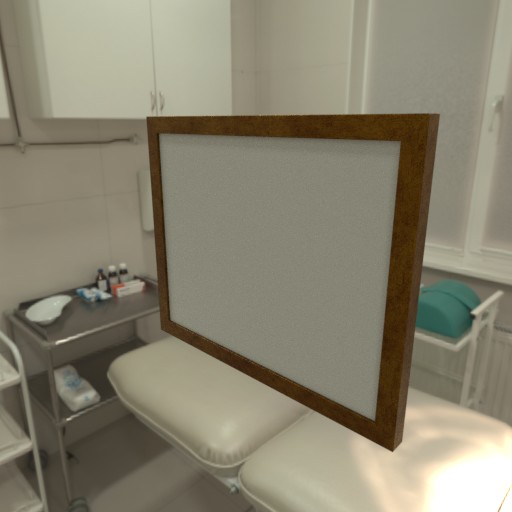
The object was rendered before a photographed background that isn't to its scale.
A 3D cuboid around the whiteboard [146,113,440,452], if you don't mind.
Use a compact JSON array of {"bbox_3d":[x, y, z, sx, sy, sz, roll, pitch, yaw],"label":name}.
[{"bbox_3d":[0.000,0.000,0.756,0.561,0.457,0.029,15,23,41],"label":"whiteboard"}]
